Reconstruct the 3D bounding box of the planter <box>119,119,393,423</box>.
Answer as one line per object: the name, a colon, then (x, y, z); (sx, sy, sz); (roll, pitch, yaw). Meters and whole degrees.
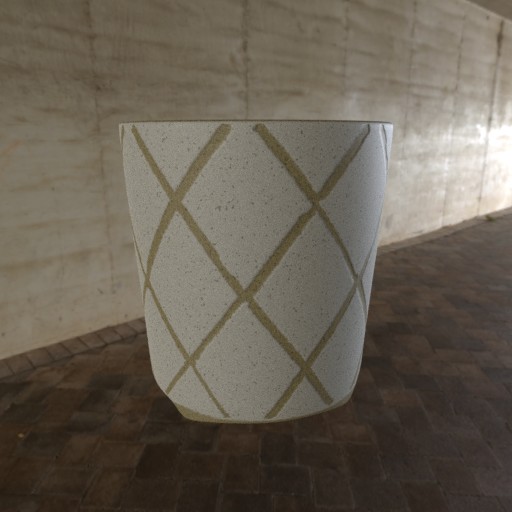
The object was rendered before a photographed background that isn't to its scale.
planter: (0.000, 0.000, 0.347); (0.191, 0.199, 0.191); (0, 16, 0)
